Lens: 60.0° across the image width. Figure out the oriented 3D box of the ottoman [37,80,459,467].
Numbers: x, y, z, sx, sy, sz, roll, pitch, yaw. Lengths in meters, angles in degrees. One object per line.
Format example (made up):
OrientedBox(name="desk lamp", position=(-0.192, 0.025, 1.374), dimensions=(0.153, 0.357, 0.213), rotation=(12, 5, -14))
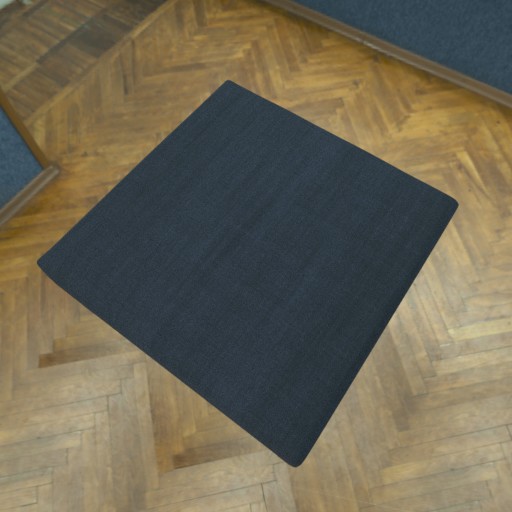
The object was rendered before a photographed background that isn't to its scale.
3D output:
OrientedBox(name="ottoman", position=(0.000, 0.000, 1.421), dimensions=(0.889, 0.411, 0.890), rotation=(33, 68, 15))
